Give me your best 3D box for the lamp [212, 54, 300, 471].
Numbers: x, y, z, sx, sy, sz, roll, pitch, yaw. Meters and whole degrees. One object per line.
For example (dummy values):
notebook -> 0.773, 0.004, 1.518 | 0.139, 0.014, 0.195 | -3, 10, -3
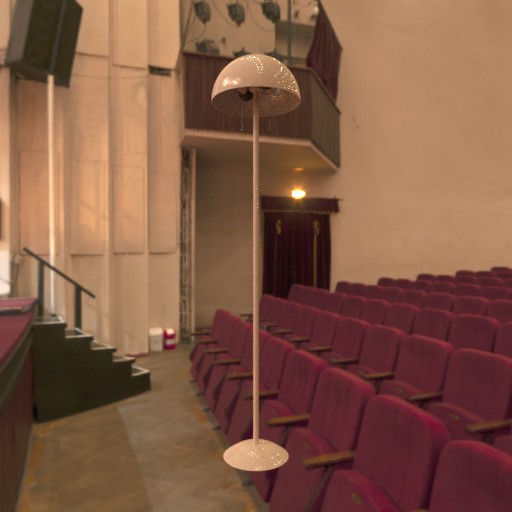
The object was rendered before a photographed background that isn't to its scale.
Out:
lamp -> 0.000, 0.000, 1.642 | 0.328, 1.480, 0.328 | 0, 0, -16
